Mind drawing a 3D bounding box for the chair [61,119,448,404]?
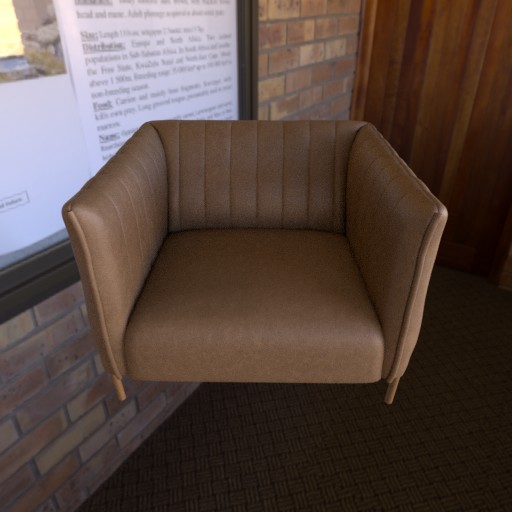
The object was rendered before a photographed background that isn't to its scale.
[{"bbox_3d":[0.000,0.000,1.587,0.981,0.779,0.876,0,30,1],"label":"chair"}]
